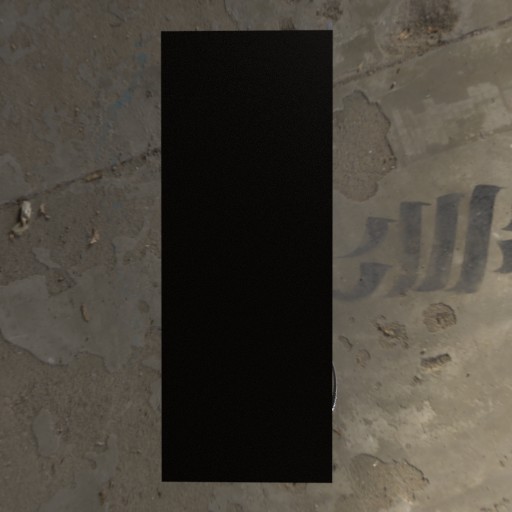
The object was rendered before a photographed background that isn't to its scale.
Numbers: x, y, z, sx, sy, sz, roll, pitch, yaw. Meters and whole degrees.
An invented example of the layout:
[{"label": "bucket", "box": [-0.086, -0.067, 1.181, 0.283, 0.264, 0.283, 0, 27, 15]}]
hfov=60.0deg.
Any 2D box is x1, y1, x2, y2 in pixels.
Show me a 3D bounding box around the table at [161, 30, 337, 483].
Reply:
[{"label": "table", "box": [0.000, 0.000, 1.307, 0.380, 0.790, 0.930, 0, 90, 1]}]
